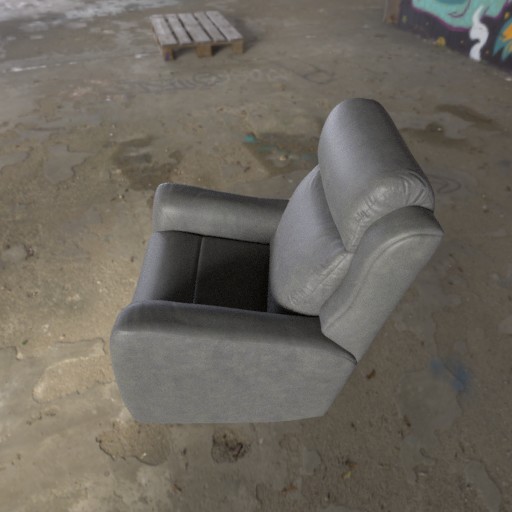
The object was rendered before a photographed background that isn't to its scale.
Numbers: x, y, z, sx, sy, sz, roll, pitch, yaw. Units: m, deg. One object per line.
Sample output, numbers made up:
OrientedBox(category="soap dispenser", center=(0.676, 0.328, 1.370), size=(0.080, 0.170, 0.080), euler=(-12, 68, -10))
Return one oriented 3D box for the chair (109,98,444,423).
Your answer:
OrientedBox(category="chair", center=(0.000, 0.000, 1.835), size=(1.068, 1.116, 0.967), euler=(0, 40, 0))
